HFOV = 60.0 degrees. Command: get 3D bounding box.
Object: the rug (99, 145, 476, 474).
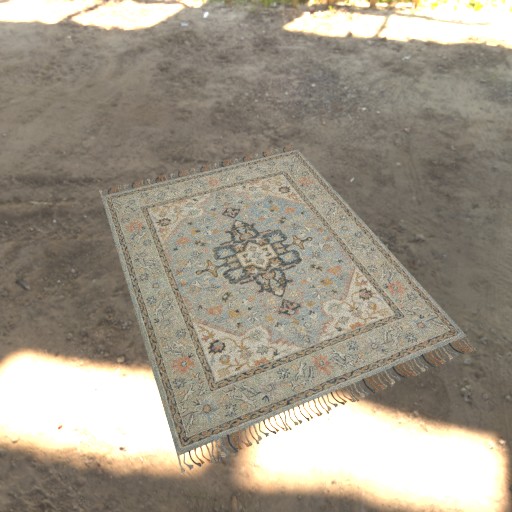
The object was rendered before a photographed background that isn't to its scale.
[{"bbox_3d":[0.000,0.000,2.226,1.278,0.009,1.730,-17,48,-16],"label":"rug"}]
